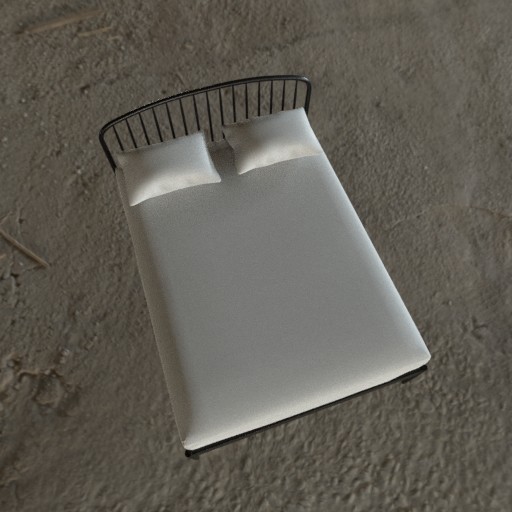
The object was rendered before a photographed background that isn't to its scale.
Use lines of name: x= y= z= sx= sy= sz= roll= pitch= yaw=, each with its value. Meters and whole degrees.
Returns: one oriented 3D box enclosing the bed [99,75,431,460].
bed: x=0.000 y=0.000 z=3.095 sx=1.618 sy=1.166 sz=2.159 roll=-17 pitch=64 yaw=-9
